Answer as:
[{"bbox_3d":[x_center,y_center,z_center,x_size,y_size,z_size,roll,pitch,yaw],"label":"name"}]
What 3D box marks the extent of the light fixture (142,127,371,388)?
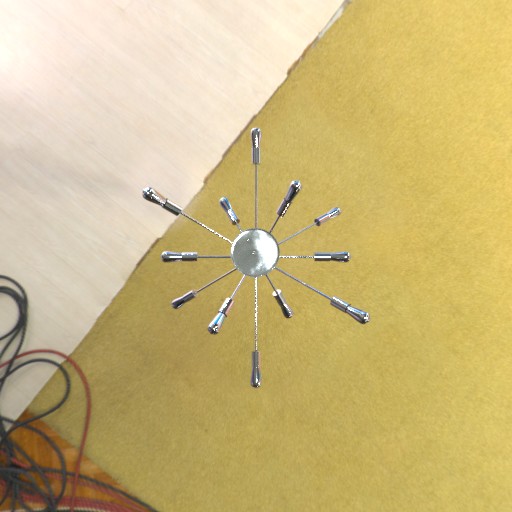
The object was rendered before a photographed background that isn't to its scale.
[{"bbox_3d":[0.000,0.000,1.058,0.509,0.558,0.684,0,89,0],"label":"light fixture"}]
